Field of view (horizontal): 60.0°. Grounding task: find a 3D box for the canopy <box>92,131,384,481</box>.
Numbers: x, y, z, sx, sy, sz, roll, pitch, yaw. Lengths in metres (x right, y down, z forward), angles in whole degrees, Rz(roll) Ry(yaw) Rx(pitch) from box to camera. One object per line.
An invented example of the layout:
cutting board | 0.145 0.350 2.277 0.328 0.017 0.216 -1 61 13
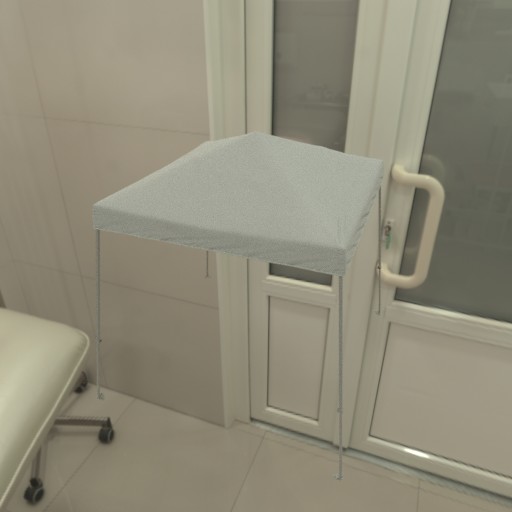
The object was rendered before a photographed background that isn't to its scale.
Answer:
canopy | 0.000 0.000 5.120 2.848 2.849 2.849 11 31 18
